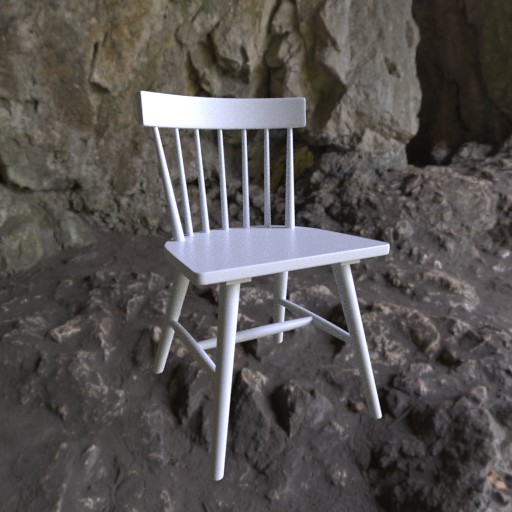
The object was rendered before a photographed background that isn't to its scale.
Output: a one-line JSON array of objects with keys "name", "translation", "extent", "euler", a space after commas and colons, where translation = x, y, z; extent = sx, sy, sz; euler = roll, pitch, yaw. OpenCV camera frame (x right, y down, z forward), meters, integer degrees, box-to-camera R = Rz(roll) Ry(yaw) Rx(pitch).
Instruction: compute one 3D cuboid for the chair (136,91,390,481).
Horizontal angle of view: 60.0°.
[{"name": "chair", "translation": [0.000, 0.000, 1.118], "extent": [0.483, 0.787, 0.500], "euler": [-8, 18, -27]}]
